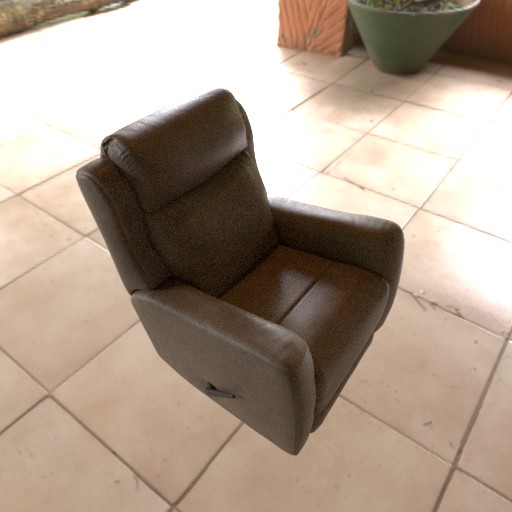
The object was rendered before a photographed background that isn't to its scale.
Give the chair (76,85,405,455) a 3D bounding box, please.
[{"bbox_3d":[0.000,0.000,1.928,1.068,1.116,0.967,26,48,26],"label":"chair"}]
